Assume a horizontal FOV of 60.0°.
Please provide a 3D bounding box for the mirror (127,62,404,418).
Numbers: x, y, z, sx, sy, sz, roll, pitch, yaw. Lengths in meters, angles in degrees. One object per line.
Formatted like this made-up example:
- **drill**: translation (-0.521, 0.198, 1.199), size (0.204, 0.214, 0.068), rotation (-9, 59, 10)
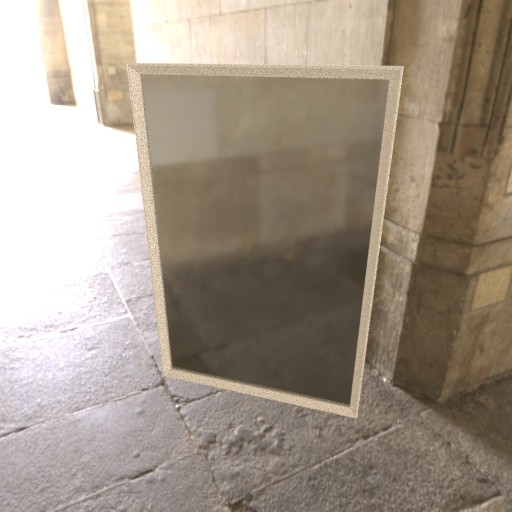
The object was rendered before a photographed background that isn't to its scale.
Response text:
- **mirror**: translation (0.000, 0.000, 1.153), size (0.609, 0.915, 0.041), rotation (8, 27, 15)
